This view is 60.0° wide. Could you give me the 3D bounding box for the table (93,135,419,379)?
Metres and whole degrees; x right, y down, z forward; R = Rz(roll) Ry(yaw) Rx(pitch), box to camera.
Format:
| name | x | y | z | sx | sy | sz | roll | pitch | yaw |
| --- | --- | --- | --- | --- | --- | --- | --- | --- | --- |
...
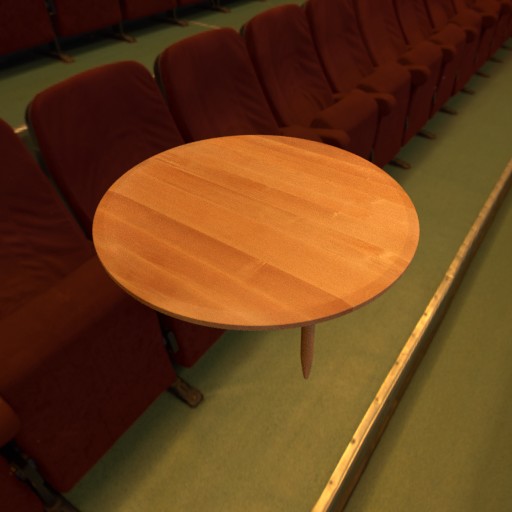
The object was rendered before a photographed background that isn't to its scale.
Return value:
| name | x | y | z | sx | sy | sz | roll | pitch | yaw |
| --- | --- | --- | --- | --- | --- | --- | --- | --- | --- |
| table | 0.000 | 0.000 | 1.392 | 0.900 | 0.400 | 0.900 | 0 | 41 | 0 |
